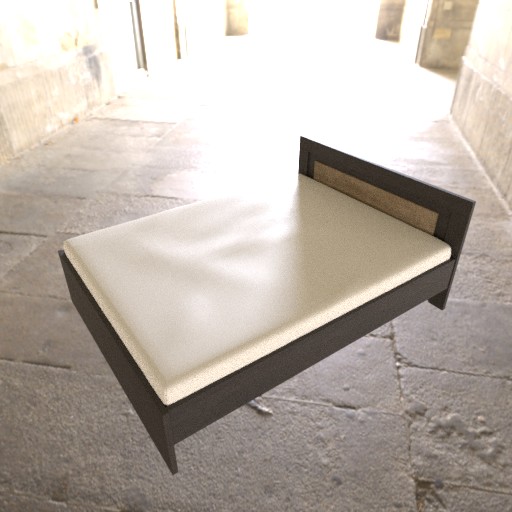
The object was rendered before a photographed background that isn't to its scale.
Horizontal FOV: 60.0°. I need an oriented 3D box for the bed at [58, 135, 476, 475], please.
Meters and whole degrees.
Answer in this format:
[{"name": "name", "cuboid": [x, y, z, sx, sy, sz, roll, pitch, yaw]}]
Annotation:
[{"name": "bed", "cuboid": [0.000, 0.000, 2.883, 2.073, 0.823, 1.585, -21, 38, -29]}]
